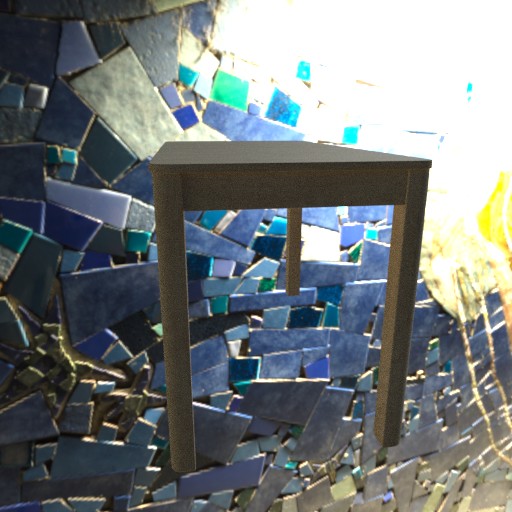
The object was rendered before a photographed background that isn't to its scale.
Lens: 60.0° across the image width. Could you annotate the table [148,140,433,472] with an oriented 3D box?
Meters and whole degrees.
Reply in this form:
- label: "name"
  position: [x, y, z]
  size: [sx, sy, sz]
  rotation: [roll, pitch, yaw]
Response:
- label: "table"
  position: [0.000, 0.000, 1.893]
  size: [0.750, 0.900, 1.400]
  rotation: [-3, 17, -9]
